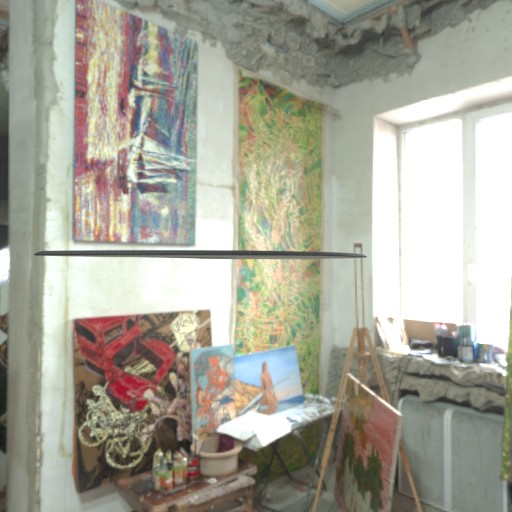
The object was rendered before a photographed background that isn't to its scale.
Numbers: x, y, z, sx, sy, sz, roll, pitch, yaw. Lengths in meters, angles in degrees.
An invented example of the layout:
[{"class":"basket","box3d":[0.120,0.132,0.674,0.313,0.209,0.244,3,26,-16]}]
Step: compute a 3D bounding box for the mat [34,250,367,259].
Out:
[{"class":"mat","box3d":[0.000,0.000,1.885,0.917,0.016,1.525,0,-1,19]}]
